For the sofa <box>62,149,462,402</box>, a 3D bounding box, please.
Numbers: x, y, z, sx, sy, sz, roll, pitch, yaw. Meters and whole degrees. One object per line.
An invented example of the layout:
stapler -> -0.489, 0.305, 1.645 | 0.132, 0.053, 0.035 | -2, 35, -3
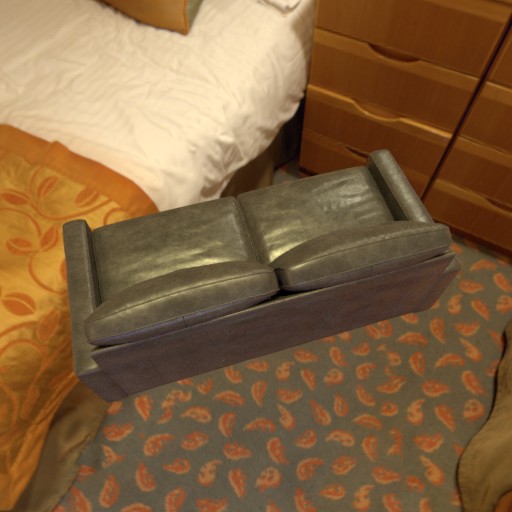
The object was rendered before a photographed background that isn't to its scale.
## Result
sofa -> 0.000, 0.000, 2.559 | 2.081, 0.916, 0.939 | -14, 59, -9
